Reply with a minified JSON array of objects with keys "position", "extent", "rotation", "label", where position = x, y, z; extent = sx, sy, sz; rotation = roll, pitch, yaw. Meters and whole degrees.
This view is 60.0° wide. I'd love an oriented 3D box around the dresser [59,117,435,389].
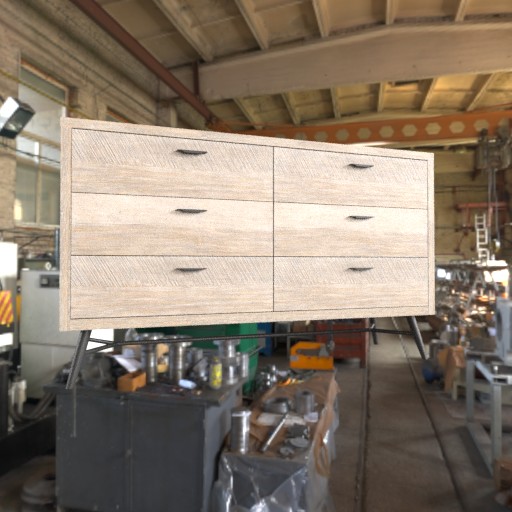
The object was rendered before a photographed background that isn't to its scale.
[{"position":[0.000,0.000,1.917],"extent":[1.524,0.914,0.457],"rotation":[0,-1,-19],"label":"dresser"}]
